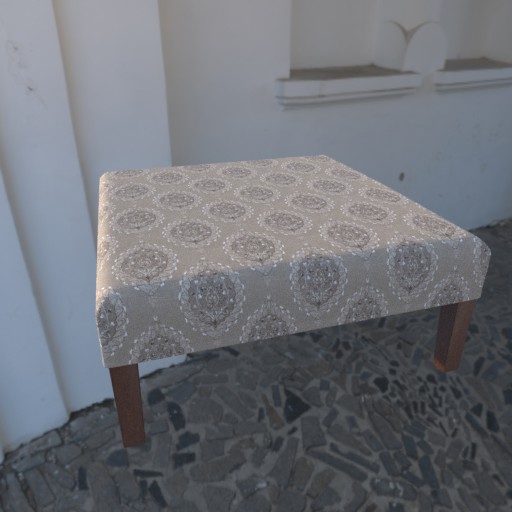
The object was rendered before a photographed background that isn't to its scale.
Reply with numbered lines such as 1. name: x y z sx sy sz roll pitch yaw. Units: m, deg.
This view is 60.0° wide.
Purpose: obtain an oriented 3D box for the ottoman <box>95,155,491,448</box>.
1. ottoman: 0.000 0.000 1.362 0.889 0.411 0.890 -8 27 -15
